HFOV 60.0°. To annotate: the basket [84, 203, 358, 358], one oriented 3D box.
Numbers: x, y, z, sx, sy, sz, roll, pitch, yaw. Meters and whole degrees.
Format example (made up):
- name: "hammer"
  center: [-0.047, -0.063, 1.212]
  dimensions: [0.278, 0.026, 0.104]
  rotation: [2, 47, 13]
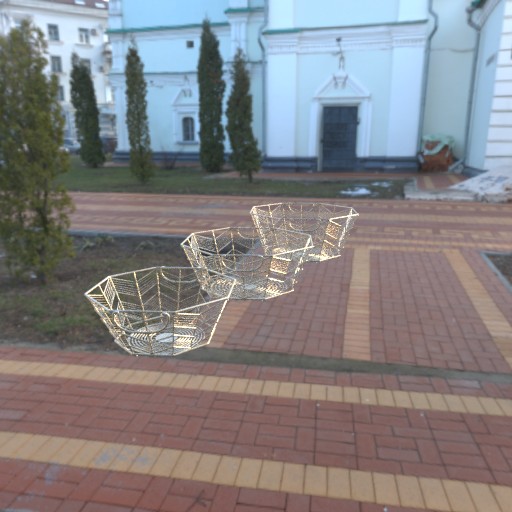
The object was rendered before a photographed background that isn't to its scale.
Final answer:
- name: "basket"
  center: [0.000, 0.000, 1.383]
  dimensions: [0.432, 0.178, 1.246]
  rotation: [7, 16, 26]
